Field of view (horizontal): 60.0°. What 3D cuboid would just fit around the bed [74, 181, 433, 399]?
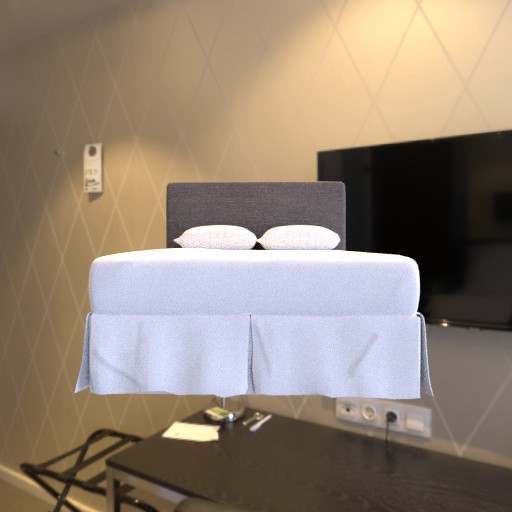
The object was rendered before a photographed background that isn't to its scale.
[{"bbox_3d":[0.000,0.000,3.117,1.723,1.330,2.142,0,1,1],"label":"bed"}]
